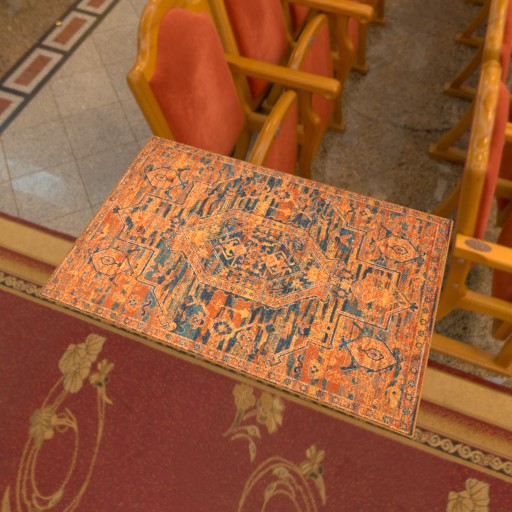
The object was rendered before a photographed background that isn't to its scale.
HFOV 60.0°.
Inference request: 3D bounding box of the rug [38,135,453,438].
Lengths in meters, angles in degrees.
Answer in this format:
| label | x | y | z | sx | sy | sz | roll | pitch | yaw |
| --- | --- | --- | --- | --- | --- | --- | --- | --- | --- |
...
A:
| label | x | y | z | sx | sy | sz | roll | pitch | yaw |
| --- | --- | --- | --- | --- | --- | --- | --- | --- | --- |
| rug | 0.000 | 0.000 | 1.073 | 0.863 | 0.008 | 0.557 | 18 | 60 | 11 |
